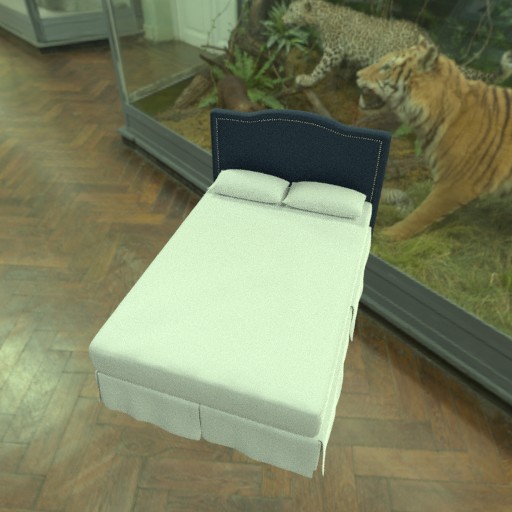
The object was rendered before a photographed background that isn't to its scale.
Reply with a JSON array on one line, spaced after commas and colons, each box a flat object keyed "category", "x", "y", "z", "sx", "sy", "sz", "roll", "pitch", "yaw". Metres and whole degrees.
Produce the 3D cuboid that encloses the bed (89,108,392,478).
[{"category": "bed", "x": 0.000, "y": 0.000, "z": 3.544, "sx": 1.741, "sy": 1.441, "sz": 2.507, "roll": 12, "pitch": 42, "yaw": 14}]
